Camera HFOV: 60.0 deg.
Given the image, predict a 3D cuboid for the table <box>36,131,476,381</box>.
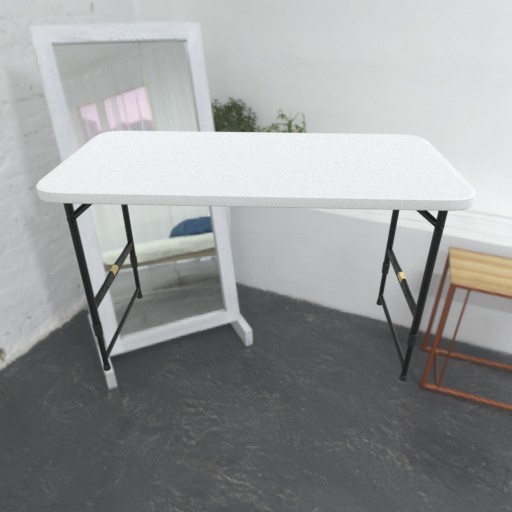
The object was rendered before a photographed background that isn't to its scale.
[{"bbox_3d":[0.000,0.000,1.617,1.219,0.737,0.610,1,31,2],"label":"table"}]
